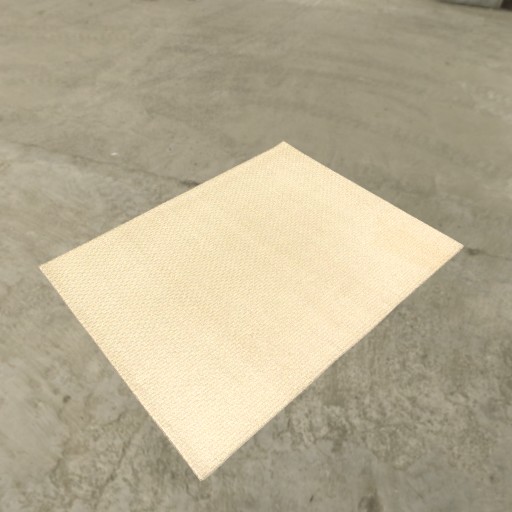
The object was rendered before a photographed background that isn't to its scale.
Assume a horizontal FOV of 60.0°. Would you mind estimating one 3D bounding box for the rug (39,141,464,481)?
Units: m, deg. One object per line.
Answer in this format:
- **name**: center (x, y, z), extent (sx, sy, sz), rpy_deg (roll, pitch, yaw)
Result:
- **rug**: center (0.000, 0.000, 3.811), extent (2.897, 0.035, 2.277), rpy_deg (-33, 54, -28)
